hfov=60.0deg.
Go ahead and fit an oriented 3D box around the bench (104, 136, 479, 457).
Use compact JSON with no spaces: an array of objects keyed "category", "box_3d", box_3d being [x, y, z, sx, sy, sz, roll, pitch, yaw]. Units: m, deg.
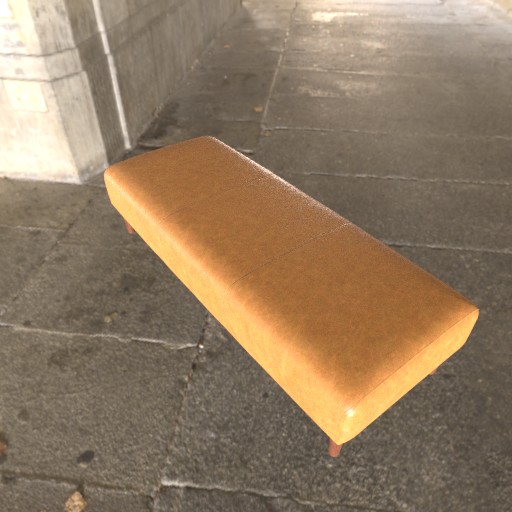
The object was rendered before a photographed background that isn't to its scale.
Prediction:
[{"category":"bench","box_3d":[0.000,0.000,1.865,0.653,0.399,1.610,-26,47,-28]}]
